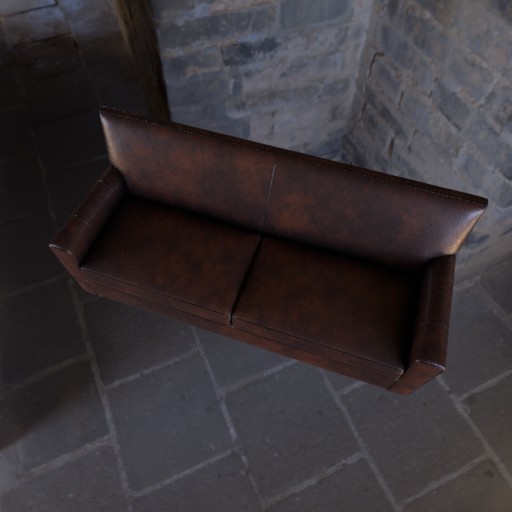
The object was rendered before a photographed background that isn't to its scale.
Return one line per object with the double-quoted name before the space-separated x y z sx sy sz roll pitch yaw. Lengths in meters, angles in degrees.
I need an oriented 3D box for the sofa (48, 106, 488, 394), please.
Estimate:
"sofa" 0.000 0.000 2.375 1.995 0.871 0.786 16 59 10
